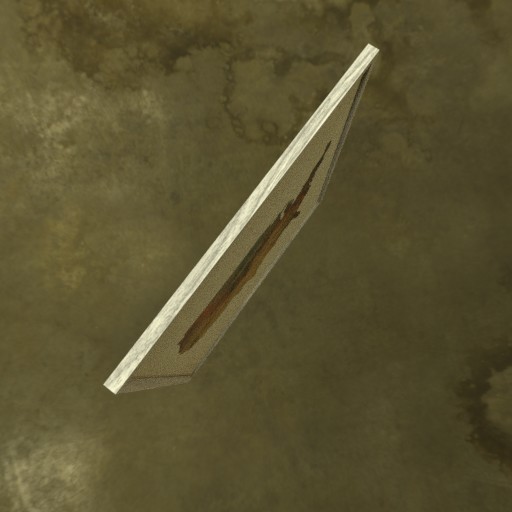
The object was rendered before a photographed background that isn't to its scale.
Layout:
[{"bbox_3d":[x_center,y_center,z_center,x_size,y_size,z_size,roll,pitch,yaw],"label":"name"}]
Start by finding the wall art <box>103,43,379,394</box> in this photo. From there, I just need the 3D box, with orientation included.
[{"bbox_3d":[0.000,0.000,0.747,0.016,0.507,0.508,35,78,8],"label":"wall art"}]
